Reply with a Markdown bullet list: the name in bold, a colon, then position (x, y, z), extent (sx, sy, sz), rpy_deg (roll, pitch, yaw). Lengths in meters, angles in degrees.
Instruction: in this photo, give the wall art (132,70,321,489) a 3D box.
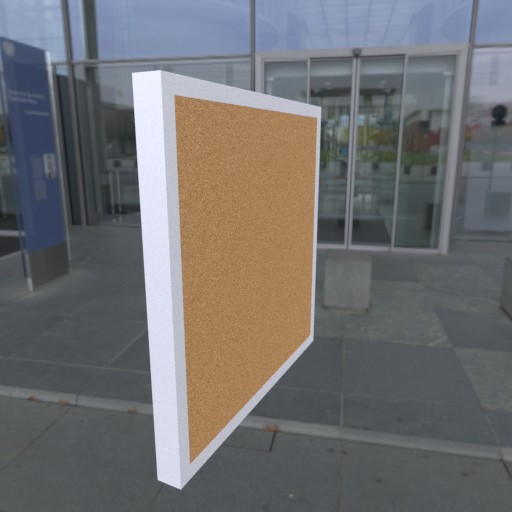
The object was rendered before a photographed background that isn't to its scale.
- **wall art**: position (0.000, 0.000, 0.742), extent (0.038, 0.508, 0.507), rpy_deg (7, 16, 26)
